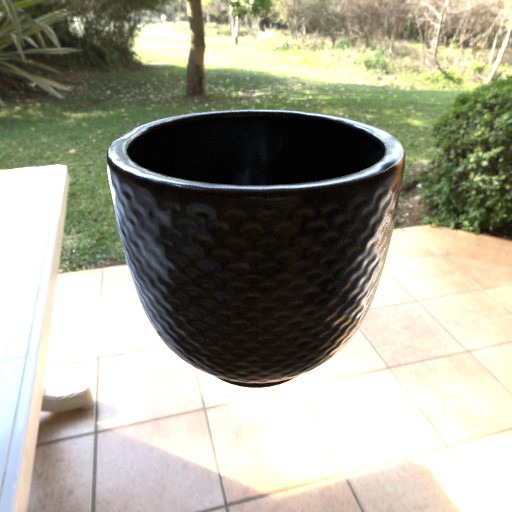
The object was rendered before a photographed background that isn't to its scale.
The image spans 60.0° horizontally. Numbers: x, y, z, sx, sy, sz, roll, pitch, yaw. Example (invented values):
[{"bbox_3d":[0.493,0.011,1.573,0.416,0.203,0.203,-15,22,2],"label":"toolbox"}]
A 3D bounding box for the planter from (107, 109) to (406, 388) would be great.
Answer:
[{"bbox_3d":[0.000,0.000,0.302,0.172,0.160,0.172,0,30,0],"label":"planter"}]
